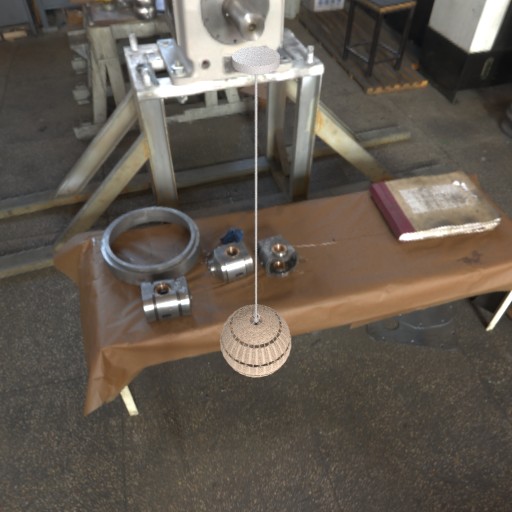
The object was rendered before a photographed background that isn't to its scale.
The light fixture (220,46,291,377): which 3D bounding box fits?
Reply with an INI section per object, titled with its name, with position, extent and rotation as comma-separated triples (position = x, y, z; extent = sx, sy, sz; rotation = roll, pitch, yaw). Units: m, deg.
[light fixture]
position = 0.000, 0.000, 2.274
extent = 0.457, 2.019, 0.457
rotation = 32, 54, 27
